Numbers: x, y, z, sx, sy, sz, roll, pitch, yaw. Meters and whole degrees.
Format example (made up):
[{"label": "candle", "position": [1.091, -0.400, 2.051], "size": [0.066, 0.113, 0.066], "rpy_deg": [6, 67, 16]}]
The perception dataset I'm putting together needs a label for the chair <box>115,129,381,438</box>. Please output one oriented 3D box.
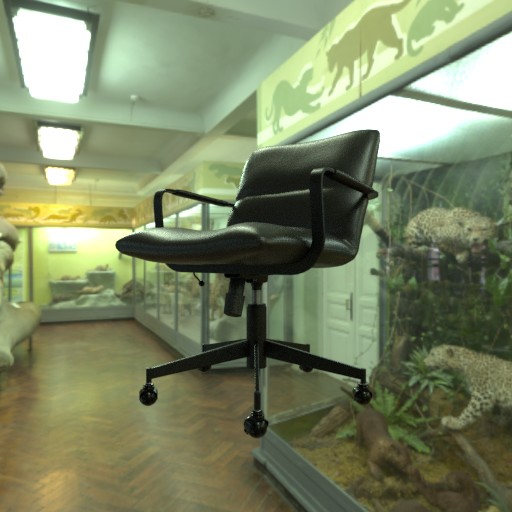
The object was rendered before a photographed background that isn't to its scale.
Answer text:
[{"label": "chair", "position": [0.000, 0.000, 1.472], "size": [0.719, 0.922, 0.748], "rpy_deg": [0, 0, 36]}]
